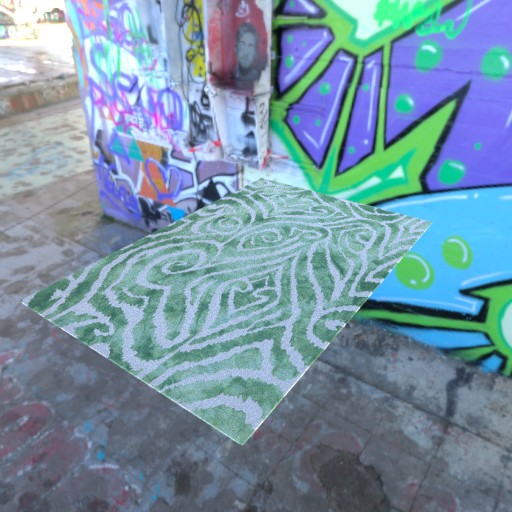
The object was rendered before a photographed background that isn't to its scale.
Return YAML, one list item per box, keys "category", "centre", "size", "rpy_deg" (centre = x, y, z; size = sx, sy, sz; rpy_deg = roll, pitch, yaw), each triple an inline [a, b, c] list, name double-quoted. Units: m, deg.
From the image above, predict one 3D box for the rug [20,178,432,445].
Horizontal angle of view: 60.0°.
- category: "rug"
  centre: [0.000, 0.000, 2.257]
  size: [1.220, 0.006, 1.826]
  rpy_deg: [20, 36, 30]
